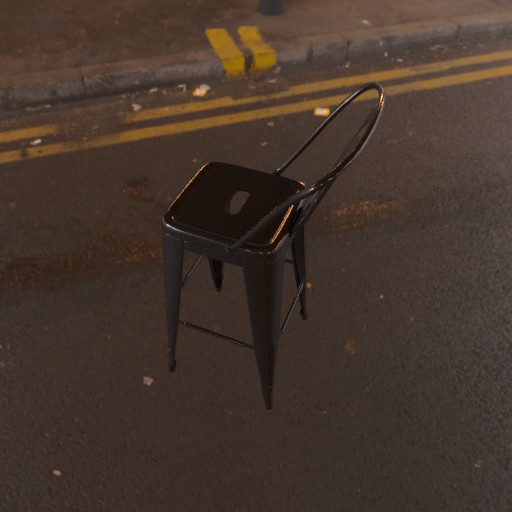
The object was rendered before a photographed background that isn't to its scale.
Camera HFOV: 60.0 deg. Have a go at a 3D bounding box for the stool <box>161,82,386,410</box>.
[{"bbox_3d":[0.000,0.000,1.312,0.528,1.022,0.432,16,49,15],"label":"stool"}]
